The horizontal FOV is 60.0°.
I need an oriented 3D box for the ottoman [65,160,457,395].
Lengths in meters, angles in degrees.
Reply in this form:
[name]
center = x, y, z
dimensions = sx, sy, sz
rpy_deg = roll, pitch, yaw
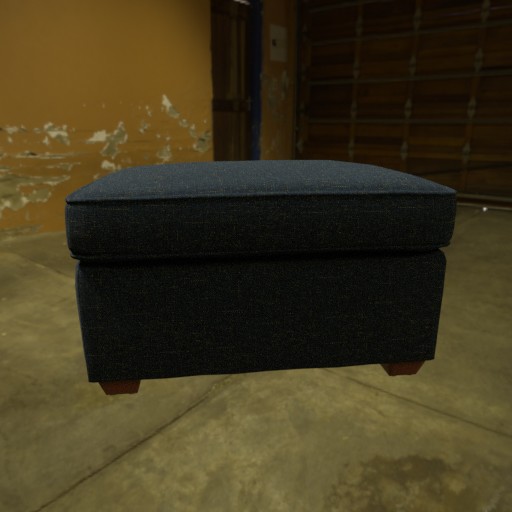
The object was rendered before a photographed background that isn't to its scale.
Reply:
[ottoman]
center = 0.000, 0.000, 1.084
dimensions = 0.749, 0.450, 0.549
rpy_deg = -2, 16, -7
